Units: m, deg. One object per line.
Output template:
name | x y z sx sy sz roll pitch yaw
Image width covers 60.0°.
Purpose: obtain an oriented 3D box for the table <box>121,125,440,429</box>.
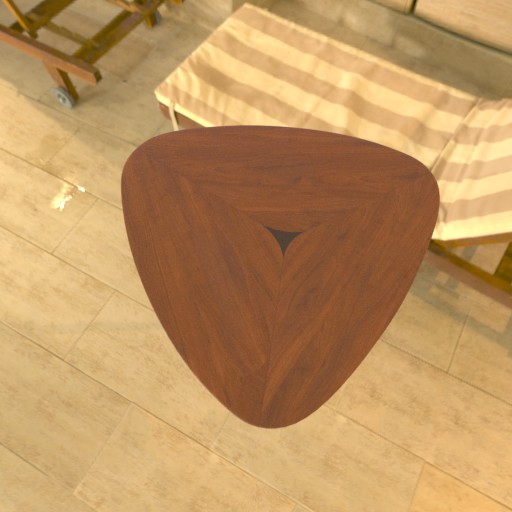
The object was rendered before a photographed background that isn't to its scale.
table | 0.000 0.000 1.321 0.821 0.413 0.833 32 67 15
